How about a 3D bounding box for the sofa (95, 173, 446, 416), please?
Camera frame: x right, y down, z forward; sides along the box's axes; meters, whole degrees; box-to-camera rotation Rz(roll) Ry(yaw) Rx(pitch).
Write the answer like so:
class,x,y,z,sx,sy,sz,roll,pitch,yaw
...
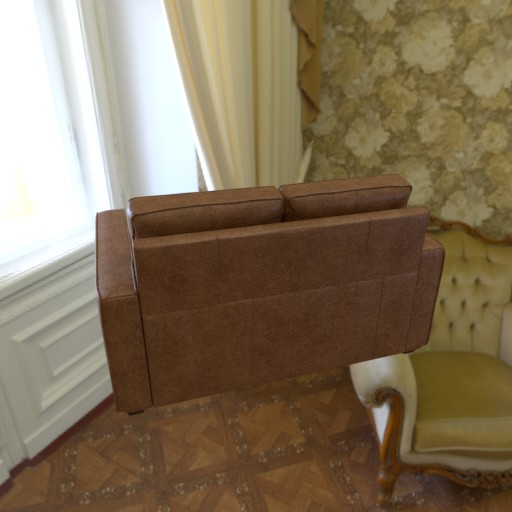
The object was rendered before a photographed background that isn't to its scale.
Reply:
class,x,y,z,sx,sy,sz,roll,pitch,yaw
sofa,0.000,0.000,2.252,1.532,0.896,1.020,-8,26,-16
